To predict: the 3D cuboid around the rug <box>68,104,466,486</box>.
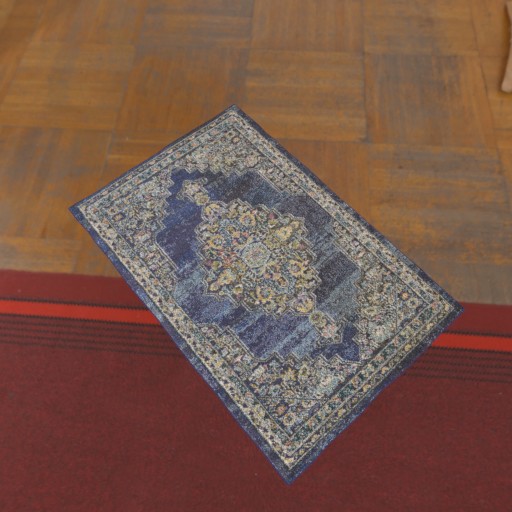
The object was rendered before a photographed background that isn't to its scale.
[{"bbox_3d":[0.000,0.000,2.290,1.184,0.012,1.781,-38,70,-17],"label":"rug"}]
